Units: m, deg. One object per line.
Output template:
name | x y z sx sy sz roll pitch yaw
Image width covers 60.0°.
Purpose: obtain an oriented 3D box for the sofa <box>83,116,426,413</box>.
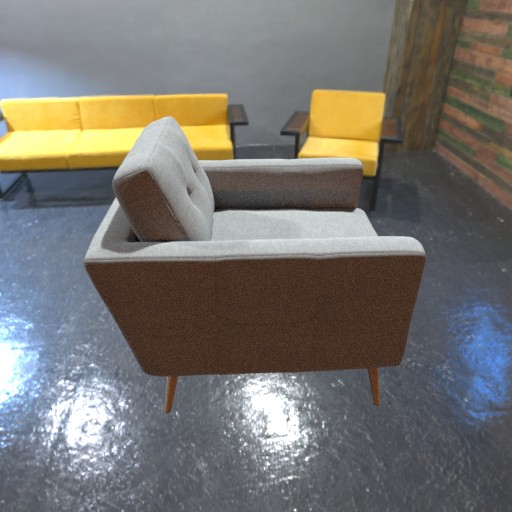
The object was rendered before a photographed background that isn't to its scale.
sofa | 0.000 0.000 1.555 0.920 0.860 0.770 -1 31 -2
